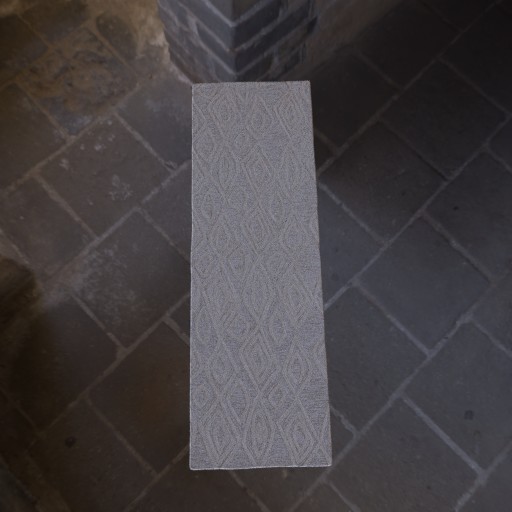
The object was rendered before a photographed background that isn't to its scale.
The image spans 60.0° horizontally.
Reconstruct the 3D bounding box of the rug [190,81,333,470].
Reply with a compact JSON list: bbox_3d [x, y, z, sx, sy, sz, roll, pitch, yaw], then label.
[{"bbox_3d":[0.000,0.000,2.749,0.807,0.013,2.436,-1,77,0],"label":"rug"}]
